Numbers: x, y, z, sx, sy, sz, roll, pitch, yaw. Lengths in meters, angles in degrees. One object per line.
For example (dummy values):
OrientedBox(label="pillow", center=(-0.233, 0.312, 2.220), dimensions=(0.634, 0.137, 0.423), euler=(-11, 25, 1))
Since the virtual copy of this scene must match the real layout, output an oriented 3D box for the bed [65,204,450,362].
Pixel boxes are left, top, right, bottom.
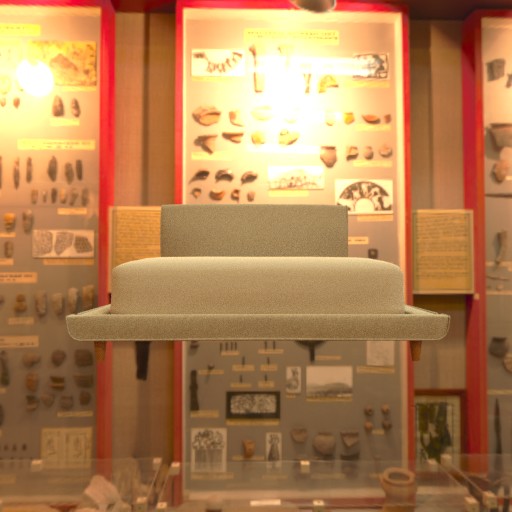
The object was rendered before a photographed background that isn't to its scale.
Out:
OrientedBox(label="bed", center=(0.000, 0.000, 3.297), dimensions=(1.840, 1.067, 2.368), euler=(0, -1, -1))
